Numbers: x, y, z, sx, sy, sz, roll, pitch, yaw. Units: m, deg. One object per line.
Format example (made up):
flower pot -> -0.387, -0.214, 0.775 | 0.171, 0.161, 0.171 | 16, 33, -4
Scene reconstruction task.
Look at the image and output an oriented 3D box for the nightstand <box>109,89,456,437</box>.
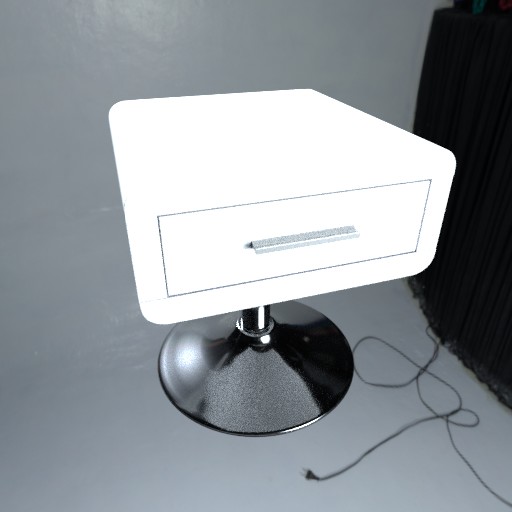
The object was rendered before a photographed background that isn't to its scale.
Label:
nightstand -> 0.000, 0.000, 0.747 | 0.399, 0.447, 0.404 | -10, 32, -15
